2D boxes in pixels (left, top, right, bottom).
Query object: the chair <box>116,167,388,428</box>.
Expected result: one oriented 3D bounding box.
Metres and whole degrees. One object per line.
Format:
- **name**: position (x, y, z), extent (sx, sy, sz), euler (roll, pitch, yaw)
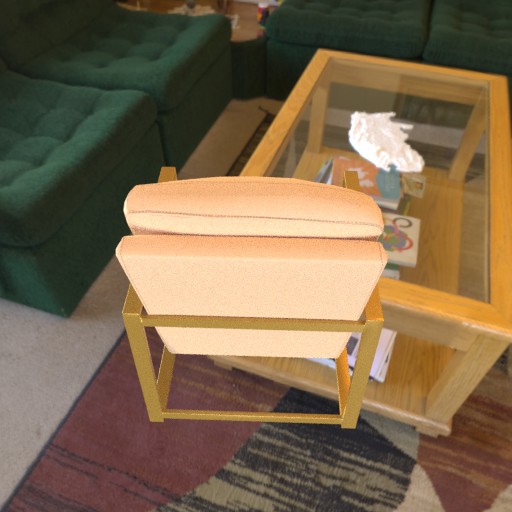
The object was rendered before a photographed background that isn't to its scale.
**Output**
- **chair**: position (0.000, 0.000, 1.556), extent (0.758, 0.956, 0.813), euler (2, 47, 1)
